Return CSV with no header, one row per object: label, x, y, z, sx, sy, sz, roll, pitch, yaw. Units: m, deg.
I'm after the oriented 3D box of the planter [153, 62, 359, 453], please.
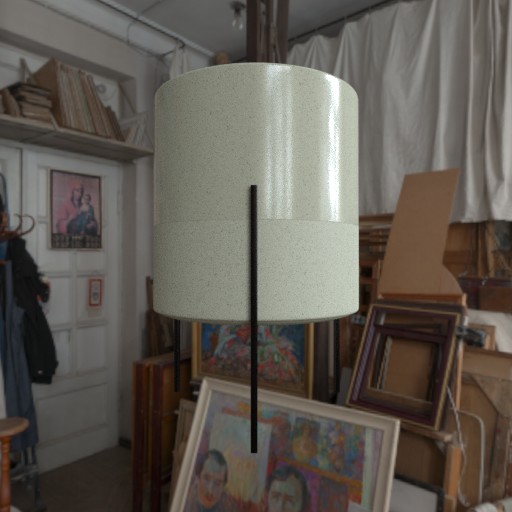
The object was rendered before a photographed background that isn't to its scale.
planter,0.000,0.000,0.692,0.314,0.475,0.323,0,-1,1
